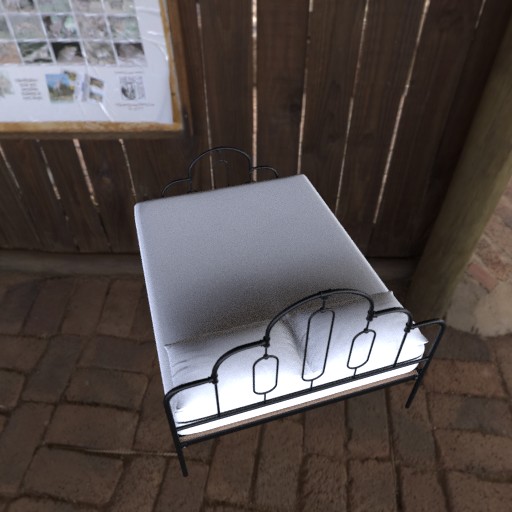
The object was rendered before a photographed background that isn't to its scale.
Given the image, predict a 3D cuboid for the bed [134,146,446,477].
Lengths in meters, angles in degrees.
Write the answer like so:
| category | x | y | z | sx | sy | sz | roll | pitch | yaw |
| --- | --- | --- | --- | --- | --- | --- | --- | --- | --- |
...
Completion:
| category | x | y | z | sx | sy | sz | roll | pitch | yaw |
| --- | --- | --- | --- | --- | --- | --- | --- | --- | --- |
| bed | 0.000 | 0.000 | 3.241 | 1.626 | 1.444 | 2.181 | -12 | 44 | -12 |
